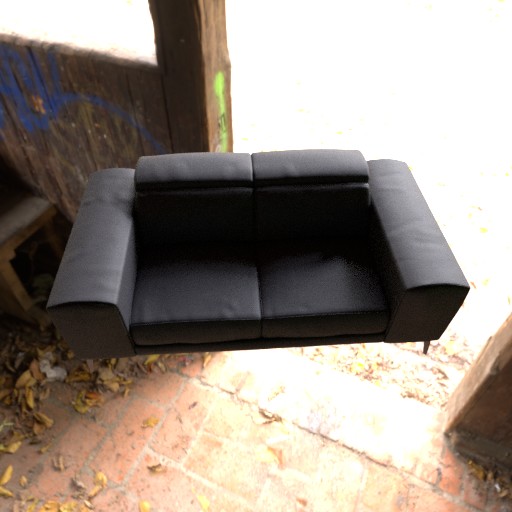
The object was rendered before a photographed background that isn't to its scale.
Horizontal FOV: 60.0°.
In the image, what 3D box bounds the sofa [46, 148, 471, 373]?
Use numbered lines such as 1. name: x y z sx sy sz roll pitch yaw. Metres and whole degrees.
1. sofa: 0.000 0.000 2.434 1.895 0.779 1.003 -3 46 -2
